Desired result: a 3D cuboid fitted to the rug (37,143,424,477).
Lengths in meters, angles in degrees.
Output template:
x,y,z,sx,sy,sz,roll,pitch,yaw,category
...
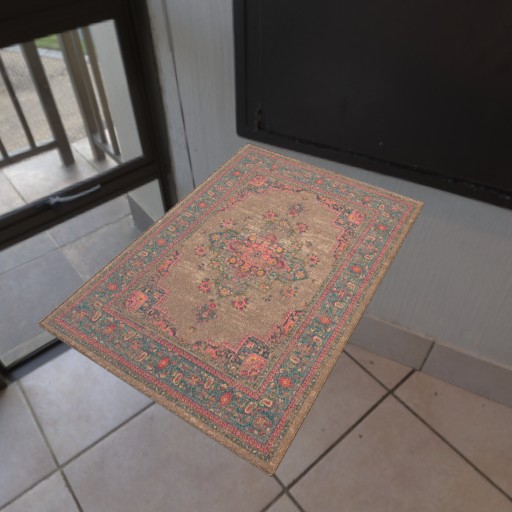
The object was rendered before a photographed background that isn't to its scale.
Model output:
x,y,z,sx,sy,sz,roll,pitch,yaw,category
0.000,0.000,3.747,2.005,0.013,2.890,24,51,21,rug
